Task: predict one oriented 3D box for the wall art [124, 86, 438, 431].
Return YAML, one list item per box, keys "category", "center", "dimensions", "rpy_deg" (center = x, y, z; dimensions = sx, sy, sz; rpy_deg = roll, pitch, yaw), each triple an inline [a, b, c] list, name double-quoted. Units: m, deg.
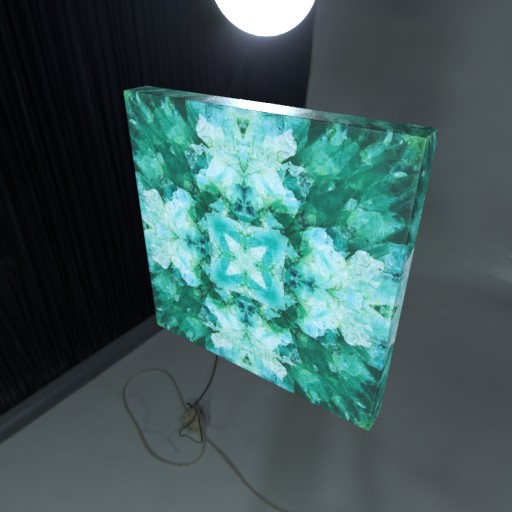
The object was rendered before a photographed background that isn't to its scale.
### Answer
- category: "wall art"
  center: [0.000, 0.000, 0.477]
  dimensions: [0.313, 0.313, 0.033]
  rpy_deg: [19, 36, 29]
